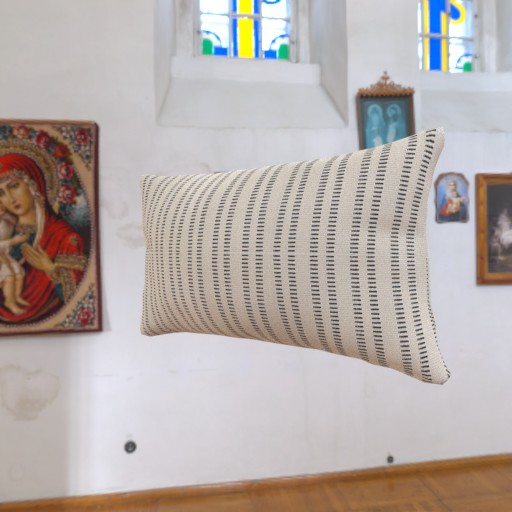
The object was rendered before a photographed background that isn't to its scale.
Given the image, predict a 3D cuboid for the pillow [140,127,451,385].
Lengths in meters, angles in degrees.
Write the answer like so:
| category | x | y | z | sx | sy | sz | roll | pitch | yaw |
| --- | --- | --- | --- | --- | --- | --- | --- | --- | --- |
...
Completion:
| category | x | y | z | sx | sy | sz | roll | pitch | yaw |
| --- | --- | --- | --- | --- | --- | --- | --- | --- | --- |
| pillow | 0.000 | 0.000 | 0.783 | 0.640 | 0.353 | 0.210 | 0 | 0 | 36 |
